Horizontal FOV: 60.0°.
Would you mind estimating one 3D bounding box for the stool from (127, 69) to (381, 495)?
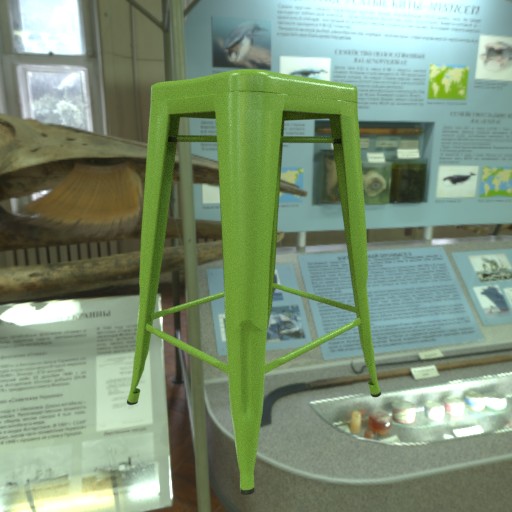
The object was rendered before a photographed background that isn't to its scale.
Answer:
[{"bbox_3d":[0.000,0.000,0.839,0.398,0.609,0.358,-14,20,-43],"label":"stool"}]
